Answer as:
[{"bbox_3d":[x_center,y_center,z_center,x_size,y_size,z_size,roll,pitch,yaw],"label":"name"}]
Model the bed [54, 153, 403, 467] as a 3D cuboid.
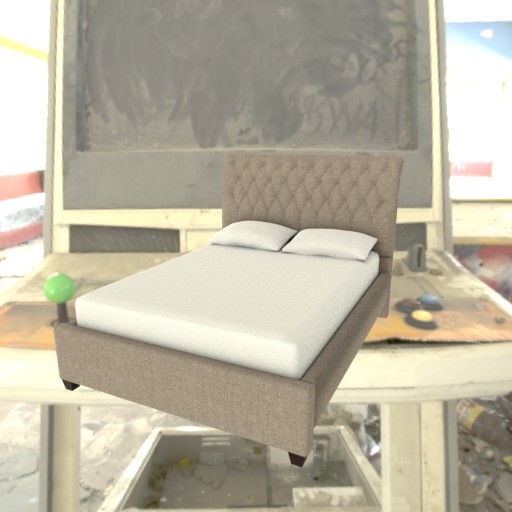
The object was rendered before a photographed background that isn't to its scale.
[{"bbox_3d":[0.000,0.000,3.228,1.645,1.371,2.252,7,16,25],"label":"bed"}]
